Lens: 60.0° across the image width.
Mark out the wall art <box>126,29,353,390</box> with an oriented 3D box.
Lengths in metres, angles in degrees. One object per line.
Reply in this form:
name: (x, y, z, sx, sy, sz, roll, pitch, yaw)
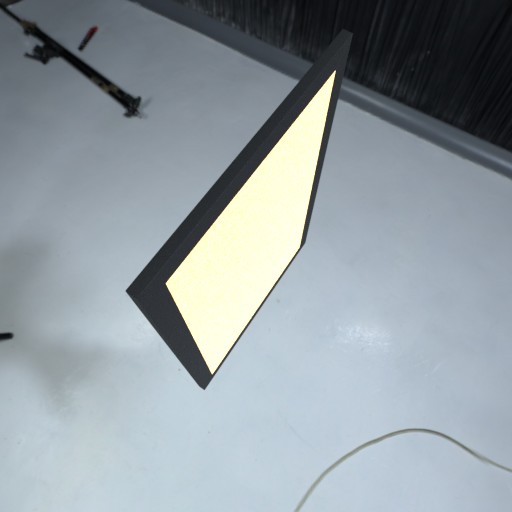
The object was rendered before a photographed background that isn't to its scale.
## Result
wall art: (0.000, 0.000, 0.584, 0.011, 0.459, 0.326, 31, 69, 13)
